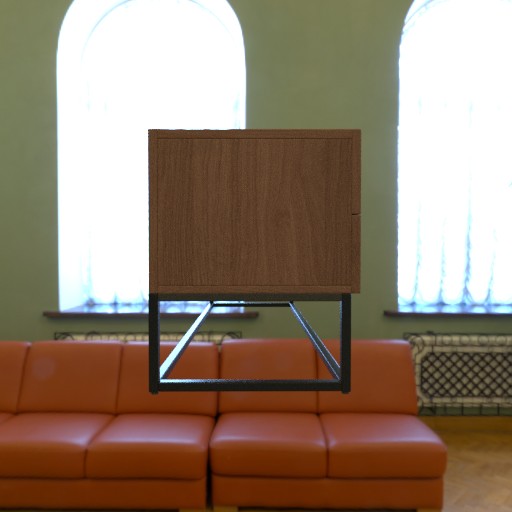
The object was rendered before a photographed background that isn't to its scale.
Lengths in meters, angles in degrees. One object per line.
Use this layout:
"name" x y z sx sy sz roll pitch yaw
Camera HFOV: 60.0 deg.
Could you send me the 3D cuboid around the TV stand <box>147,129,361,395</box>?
"TV stand" 0.000 0.000 1.432 0.415 0.500 1.200 0 1 0
